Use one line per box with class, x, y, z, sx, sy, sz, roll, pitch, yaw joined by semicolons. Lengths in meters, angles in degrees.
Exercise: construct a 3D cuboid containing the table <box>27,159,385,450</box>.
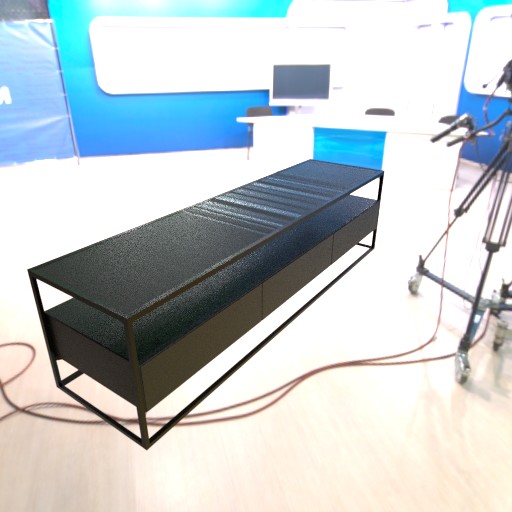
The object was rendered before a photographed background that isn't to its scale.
table;0.000;0.000;1.675;0.399;0.395;1.486;17;31;32
